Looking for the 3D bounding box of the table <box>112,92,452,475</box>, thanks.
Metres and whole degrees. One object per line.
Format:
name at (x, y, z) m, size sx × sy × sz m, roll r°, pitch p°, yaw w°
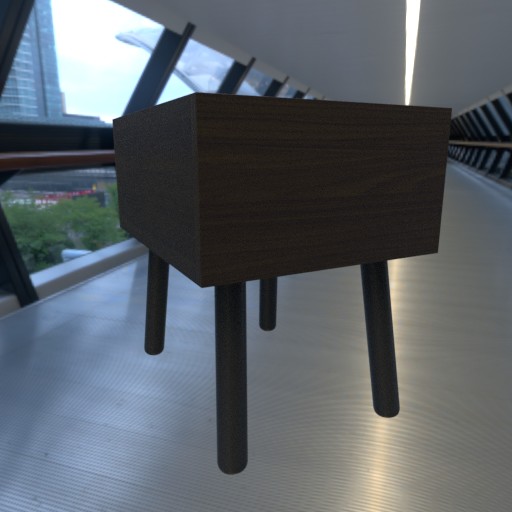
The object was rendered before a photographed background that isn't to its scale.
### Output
table at (0.000, 0.000, 0.771) m, size 0.370 × 0.470 × 0.450 m, roll -7°, pitch 15°, yaw -27°
